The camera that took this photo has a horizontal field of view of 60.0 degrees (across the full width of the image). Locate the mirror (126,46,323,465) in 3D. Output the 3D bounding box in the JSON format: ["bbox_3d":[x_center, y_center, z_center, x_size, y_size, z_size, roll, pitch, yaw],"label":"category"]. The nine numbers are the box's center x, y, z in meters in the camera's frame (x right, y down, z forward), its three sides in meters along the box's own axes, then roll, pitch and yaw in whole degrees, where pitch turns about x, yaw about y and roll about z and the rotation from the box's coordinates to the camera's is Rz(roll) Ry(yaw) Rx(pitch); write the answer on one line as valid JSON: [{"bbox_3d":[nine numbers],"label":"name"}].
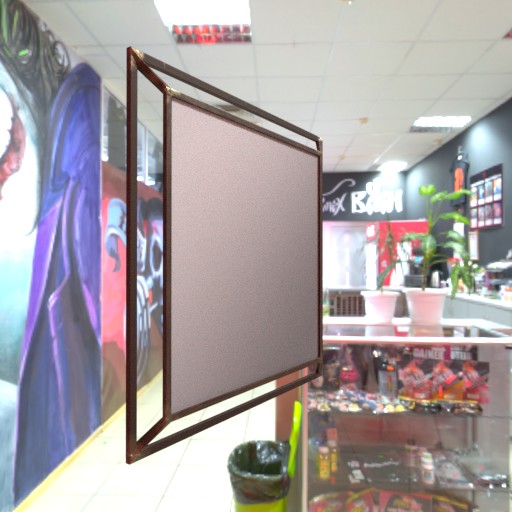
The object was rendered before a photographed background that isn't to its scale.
[{"bbox_3d":[0.000,0.000,0.890,0.032,0.610,0.610,0,-1,36],"label":"mirror"}]
